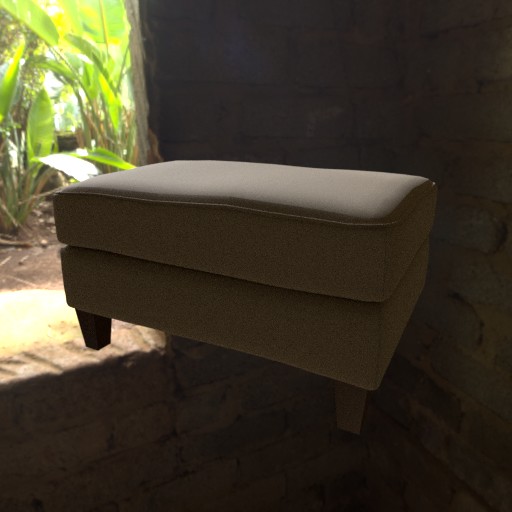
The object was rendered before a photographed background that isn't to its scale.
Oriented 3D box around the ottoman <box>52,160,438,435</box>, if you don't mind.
[{"bbox_3d":[0.000,0.000,1.188,0.818,0.485,0.634,9,20,26],"label":"ottoman"}]
